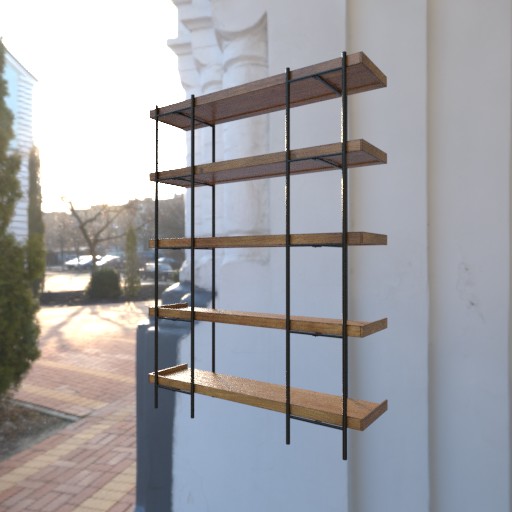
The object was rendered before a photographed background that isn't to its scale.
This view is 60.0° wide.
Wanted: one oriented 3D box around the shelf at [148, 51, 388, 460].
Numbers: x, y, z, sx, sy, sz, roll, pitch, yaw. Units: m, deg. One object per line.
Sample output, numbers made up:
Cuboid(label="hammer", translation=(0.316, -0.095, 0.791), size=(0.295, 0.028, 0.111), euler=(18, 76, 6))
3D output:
Cuboid(label="shelf", translation=(0.000, 0.000, 2.479), size=(1.371, 1.826, 0.379), euler=(0, -1, 34))
